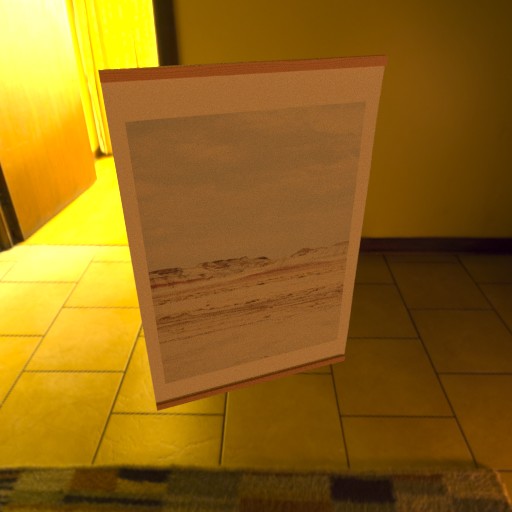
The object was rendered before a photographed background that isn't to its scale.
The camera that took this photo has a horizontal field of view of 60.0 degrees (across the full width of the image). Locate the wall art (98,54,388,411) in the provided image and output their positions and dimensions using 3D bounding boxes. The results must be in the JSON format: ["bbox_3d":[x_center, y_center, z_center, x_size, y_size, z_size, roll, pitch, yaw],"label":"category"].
[{"bbox_3d":[0.000,0.000,1.879,1.011,1.521,0.025,-10,33,-16],"label":"wall art"}]
